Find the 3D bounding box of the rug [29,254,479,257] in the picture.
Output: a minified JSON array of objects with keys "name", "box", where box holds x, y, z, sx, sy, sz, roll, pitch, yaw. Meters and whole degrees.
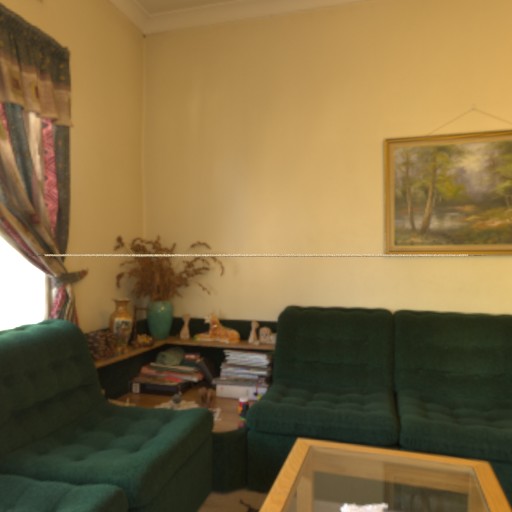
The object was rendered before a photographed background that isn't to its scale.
[{"name":"rug","box":[0.000,0.000,4.391,3.327,0.010,2.464,0,0,0]}]
